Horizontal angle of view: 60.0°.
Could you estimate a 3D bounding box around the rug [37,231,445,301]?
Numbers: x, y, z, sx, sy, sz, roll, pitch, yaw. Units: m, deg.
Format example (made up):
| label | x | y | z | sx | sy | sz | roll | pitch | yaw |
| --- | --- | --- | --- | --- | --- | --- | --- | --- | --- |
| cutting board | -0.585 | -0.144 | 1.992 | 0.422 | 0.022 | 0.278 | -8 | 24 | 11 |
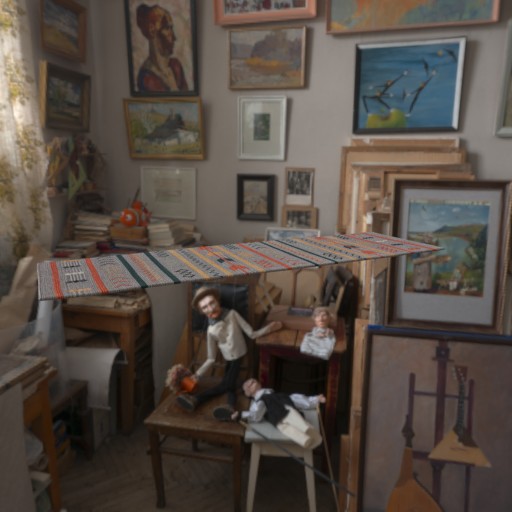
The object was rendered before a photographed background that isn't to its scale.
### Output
| label | x | y | z | sx | sy | sz | roll | pitch | yaw |
| --- | --- | --- | --- | --- | --- | --- | --- | --- | --- |
| rug | 0.000 | 0.000 | 2.722 | 2.419 | 0.022 | 0.744 | -6 | 14 | -25 |
